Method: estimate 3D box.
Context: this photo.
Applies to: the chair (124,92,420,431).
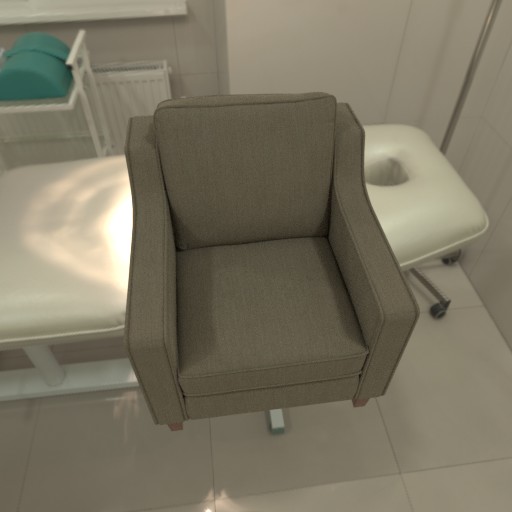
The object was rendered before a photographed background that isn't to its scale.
[{"bbox_3d":[0.000,0.000,1.625,0.831,0.960,0.909,-6,47,-5],"label":"chair"}]
